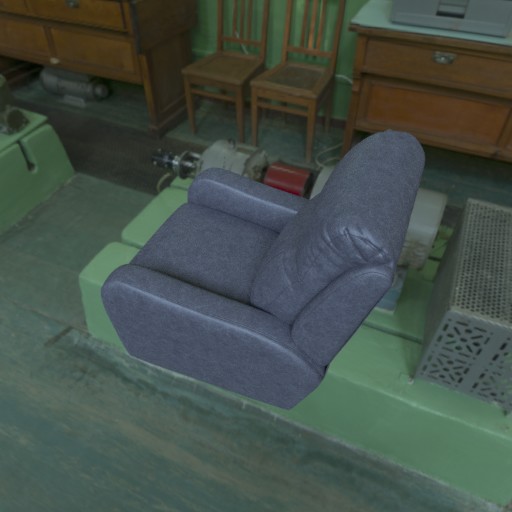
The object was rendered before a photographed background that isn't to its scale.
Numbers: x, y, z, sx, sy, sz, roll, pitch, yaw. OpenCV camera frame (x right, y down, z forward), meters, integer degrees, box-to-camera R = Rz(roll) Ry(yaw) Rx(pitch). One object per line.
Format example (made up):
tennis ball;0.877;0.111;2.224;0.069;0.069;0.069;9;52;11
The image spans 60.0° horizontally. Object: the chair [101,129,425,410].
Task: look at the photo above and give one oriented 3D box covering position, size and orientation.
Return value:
chair;0.000;0.000;1.825;1.067;1.067;0.865;16;47;16
